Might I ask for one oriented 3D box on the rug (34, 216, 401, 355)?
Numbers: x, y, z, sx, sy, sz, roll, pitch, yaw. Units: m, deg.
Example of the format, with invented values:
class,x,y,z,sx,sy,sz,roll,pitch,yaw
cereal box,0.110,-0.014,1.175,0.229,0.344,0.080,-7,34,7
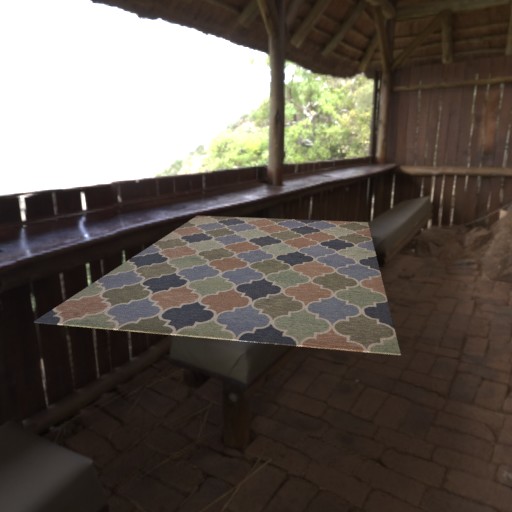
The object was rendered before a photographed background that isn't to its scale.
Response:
class,x,y,z,sx,sy,sz,roll,pitch,yaw
rug,0.000,0.000,2.851,1.521,0.006,2.284,3,17,10
